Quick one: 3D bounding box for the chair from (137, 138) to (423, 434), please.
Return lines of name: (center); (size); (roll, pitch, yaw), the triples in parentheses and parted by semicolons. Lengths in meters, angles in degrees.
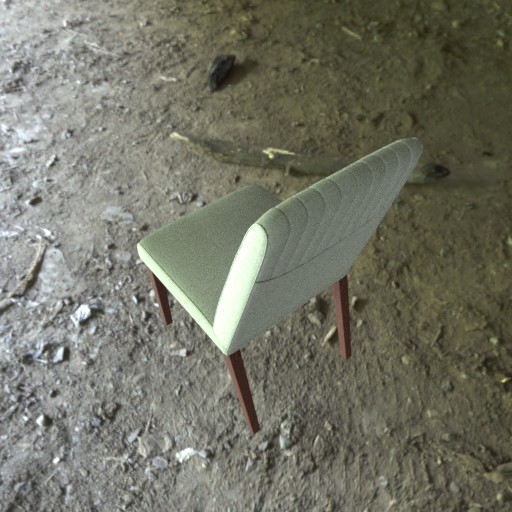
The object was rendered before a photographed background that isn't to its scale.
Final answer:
chair: (0.000, 0.000, 1.276); (0.480, 0.900, 0.594); (-31, 54, -25)
